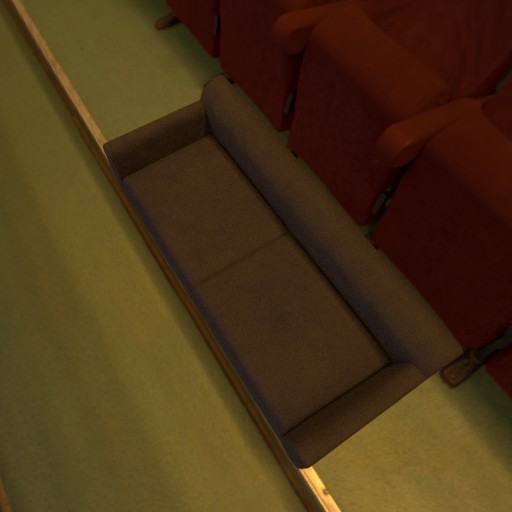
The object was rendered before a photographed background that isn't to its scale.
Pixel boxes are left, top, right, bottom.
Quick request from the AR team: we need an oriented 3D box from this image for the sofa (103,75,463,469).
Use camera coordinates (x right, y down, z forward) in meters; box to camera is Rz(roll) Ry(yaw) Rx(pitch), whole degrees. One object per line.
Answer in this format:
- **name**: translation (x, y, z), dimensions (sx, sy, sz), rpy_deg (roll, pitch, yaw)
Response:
- **sofa**: translation (0.000, 0.000, 2.655), dimensions (0.900, 0.740, 2.190), rpy_deg (-30, 67, -14)
